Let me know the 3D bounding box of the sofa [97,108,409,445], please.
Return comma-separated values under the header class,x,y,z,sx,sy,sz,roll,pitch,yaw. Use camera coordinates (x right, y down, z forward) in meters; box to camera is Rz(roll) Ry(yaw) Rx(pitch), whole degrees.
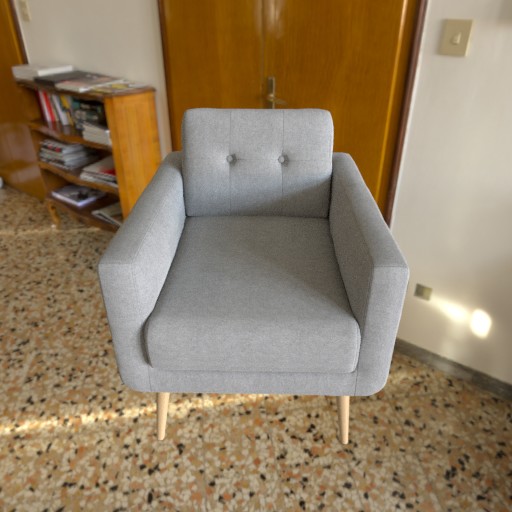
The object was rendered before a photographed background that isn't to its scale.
class,x,y,z,sx,sy,sz,roll,pitch,yaw
sofa,0.000,0.000,1.523,0.770,0.860,0.920,1,30,1
